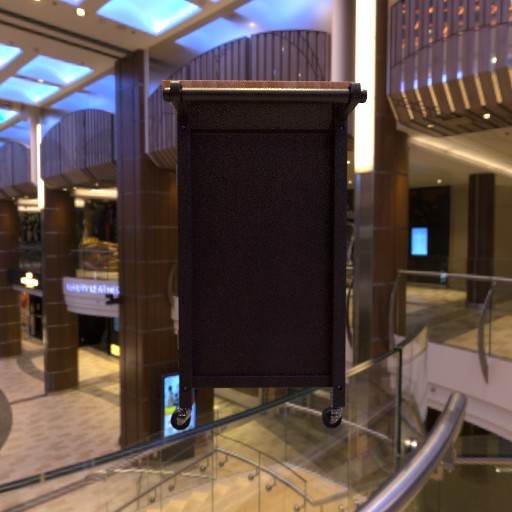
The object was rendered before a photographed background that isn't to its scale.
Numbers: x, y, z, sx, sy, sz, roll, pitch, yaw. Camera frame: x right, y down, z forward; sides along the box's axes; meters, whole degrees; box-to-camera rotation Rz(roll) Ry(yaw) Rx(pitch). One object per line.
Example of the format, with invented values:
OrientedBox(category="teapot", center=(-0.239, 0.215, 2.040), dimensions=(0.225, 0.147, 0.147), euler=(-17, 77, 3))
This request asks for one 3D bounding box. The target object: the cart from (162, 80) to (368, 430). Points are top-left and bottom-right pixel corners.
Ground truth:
OrientedBox(category="cart", center=(0.000, 0.000, 1.425), dimensions=(0.472, 0.878, 0.914), euler=(0, 3, -1))
